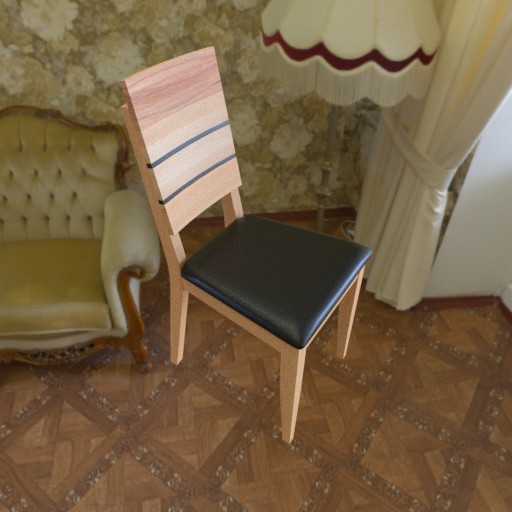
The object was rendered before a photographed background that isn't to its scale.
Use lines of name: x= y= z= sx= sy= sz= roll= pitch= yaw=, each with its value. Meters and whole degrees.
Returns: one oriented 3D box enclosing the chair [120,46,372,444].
chair: x=0.000 y=0.000 z=1.213 sx=0.520 sy=0.940 sz=0.410 roll=23 pitch=46 yaw=25
